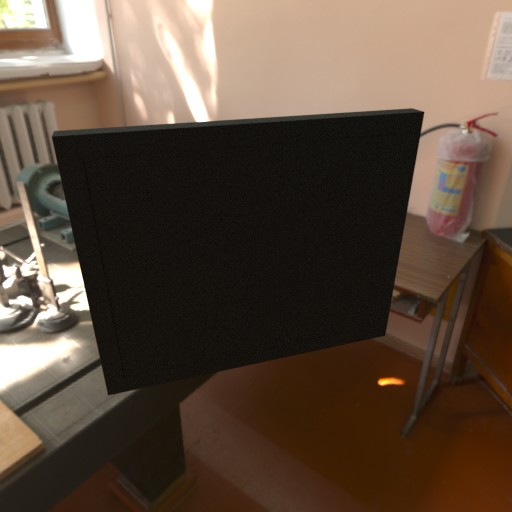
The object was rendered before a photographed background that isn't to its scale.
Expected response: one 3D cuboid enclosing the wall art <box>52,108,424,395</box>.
[{"bbox_3d":[0.000,0.000,0.552,0.404,0.329,0.024,-8,30,-15],"label":"wall art"}]
